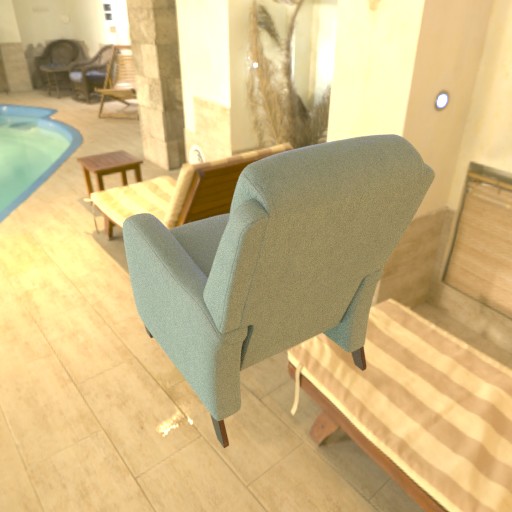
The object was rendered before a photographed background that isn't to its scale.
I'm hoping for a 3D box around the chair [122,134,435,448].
[{"bbox_3d":[0.000,0.000,1.765,0.785,1.067,0.988,-18,34,-29],"label":"chair"}]
